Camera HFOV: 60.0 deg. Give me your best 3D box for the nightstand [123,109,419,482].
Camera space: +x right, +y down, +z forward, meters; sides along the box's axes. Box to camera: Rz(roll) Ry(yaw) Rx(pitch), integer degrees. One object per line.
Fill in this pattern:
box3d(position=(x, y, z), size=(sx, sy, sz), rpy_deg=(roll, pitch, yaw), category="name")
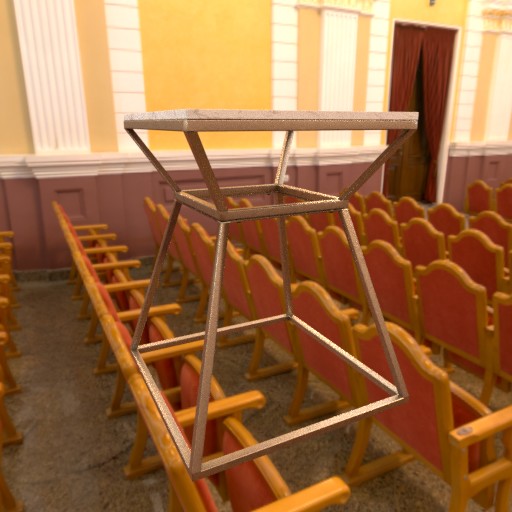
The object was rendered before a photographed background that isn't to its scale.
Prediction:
box3d(position=(0.000, 0.000, 0.904), size=(0.455, 0.554, 0.455), rpy_deg=(-8, 19, -26), category="nightstand")
